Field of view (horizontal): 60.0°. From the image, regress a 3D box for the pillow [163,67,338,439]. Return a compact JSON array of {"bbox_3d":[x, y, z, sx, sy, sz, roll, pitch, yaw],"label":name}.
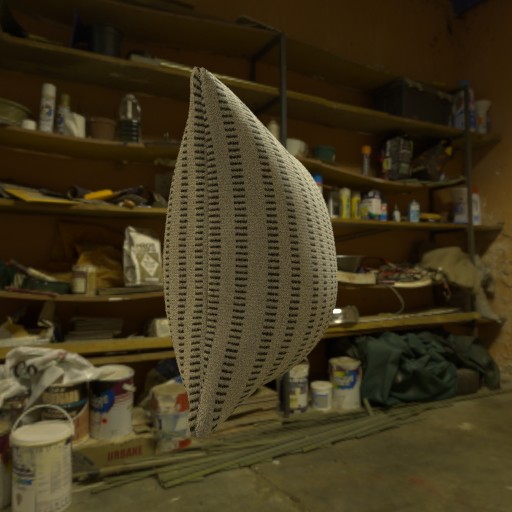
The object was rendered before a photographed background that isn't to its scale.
[{"bbox_3d":[0.000,0.000,0.697,0.247,0.419,0.438,-1,-2,18],"label":"pillow"}]
